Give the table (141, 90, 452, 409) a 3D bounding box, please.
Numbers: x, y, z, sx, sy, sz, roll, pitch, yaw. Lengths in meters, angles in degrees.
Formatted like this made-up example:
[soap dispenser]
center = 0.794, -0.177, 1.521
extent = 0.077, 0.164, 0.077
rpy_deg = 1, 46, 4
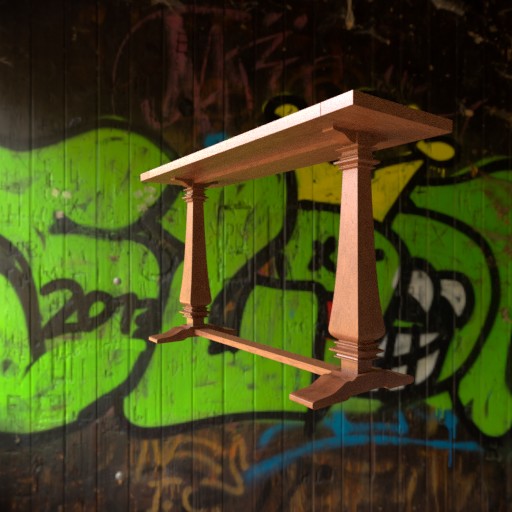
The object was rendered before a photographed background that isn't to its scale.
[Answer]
[table]
center = 0.000, 0.000, 1.854
extent = 0.461, 0.852, 1.478
rpy_deg = 0, 0, -35
